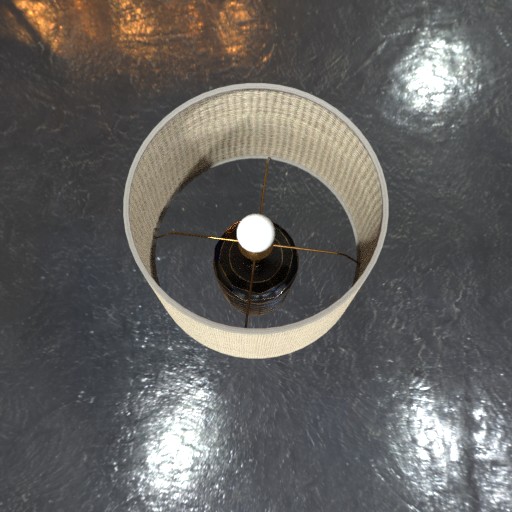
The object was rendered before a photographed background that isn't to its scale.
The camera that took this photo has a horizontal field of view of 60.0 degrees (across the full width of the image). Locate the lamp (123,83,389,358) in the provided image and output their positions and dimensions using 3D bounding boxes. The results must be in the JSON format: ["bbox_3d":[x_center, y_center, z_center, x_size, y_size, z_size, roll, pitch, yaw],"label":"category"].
[{"bbox_3d":[0.000,0.000,0.831,0.376,0.594,0.376,0,77,0],"label":"lamp"}]
